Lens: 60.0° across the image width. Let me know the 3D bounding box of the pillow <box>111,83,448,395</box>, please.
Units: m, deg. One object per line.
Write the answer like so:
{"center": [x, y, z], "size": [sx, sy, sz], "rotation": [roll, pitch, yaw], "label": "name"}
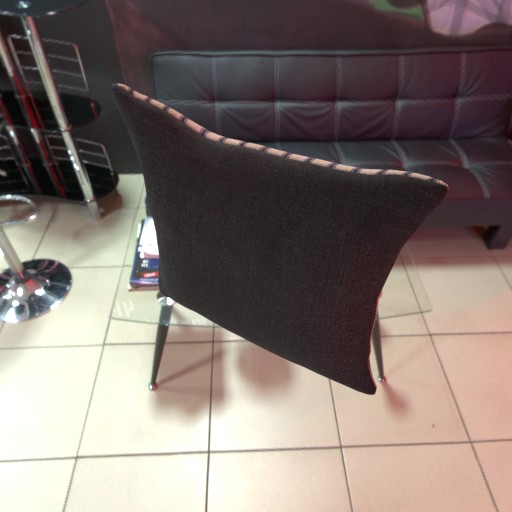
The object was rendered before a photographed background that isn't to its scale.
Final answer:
{"center": [0.000, 0.000, 0.687], "size": [0.468, 0.444, 0.138], "rotation": [23, 49, 21], "label": "pillow"}
